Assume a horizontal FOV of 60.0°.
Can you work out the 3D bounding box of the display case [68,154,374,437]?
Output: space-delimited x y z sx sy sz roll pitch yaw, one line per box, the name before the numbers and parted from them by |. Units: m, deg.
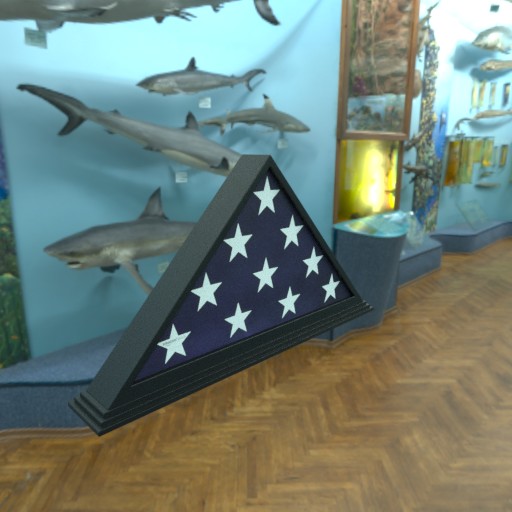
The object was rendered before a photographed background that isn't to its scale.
display case | 0.000 0.000 0.763 0.640 0.340 0.095 -13 19 -43
